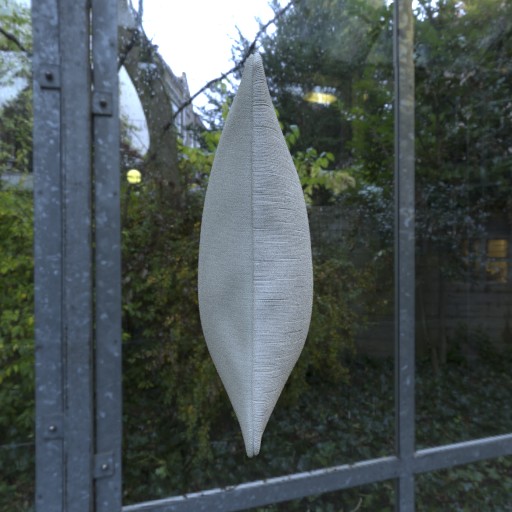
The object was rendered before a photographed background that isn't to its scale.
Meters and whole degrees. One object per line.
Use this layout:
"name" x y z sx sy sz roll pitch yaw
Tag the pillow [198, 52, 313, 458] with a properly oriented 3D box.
"pillow" 0.000 0.000 0.666 0.162 0.420 0.437 0 0 1
